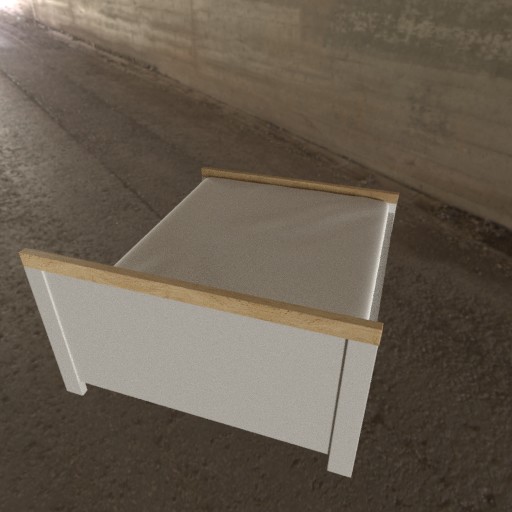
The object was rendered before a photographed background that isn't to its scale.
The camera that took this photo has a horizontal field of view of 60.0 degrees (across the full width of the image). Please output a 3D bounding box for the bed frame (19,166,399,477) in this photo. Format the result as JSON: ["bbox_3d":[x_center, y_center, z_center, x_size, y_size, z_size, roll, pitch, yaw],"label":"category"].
[{"bbox_3d":[0.000,0.000,2.937,1.670,0.980,2.050,10,35,15],"label":"bed frame"}]
